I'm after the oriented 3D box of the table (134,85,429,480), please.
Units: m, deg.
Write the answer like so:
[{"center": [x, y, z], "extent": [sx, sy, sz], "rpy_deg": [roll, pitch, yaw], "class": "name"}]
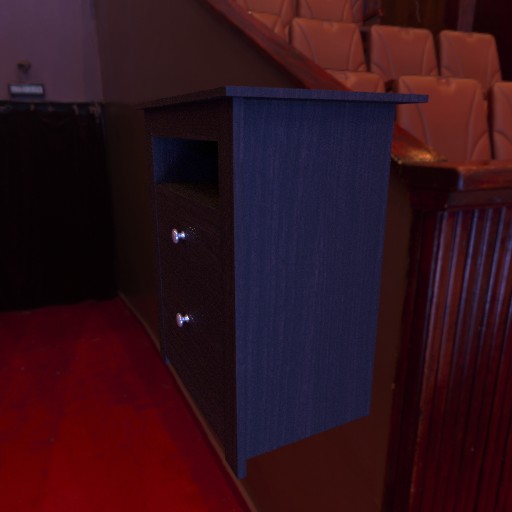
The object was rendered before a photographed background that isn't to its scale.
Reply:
[{"center": [0.000, 0.000, 1.071], "extent": [0.406, 0.711, 0.591], "rpy_deg": [-8, 18, -26], "class": "table"}]
